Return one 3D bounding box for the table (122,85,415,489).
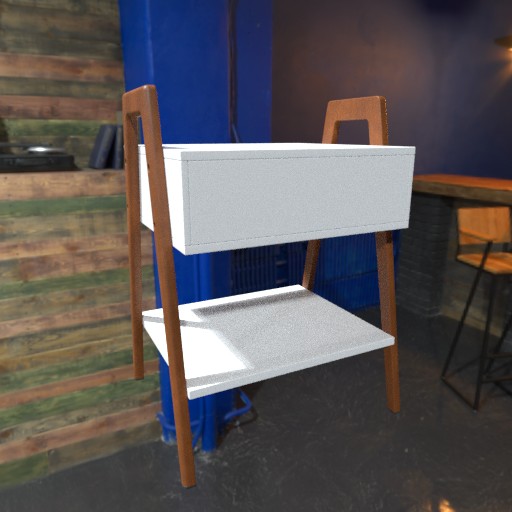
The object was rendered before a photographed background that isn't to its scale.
[{"bbox_3d":[0.000,0.000,0.890,0.457,0.610,0.405,-8,17,-26],"label":"table"}]
